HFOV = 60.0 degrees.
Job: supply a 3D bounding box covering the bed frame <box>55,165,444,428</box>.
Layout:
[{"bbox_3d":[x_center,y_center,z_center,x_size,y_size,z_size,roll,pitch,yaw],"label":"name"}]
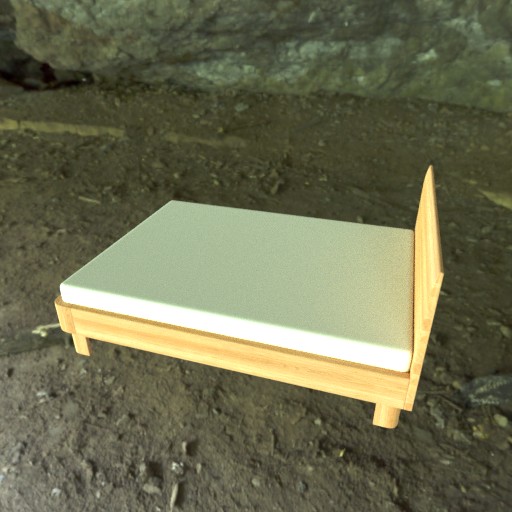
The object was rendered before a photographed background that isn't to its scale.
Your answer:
[{"bbox_3d":[0.000,0.000,2.812,1.992,0.940,1.472,9,30,16],"label":"bed frame"}]
